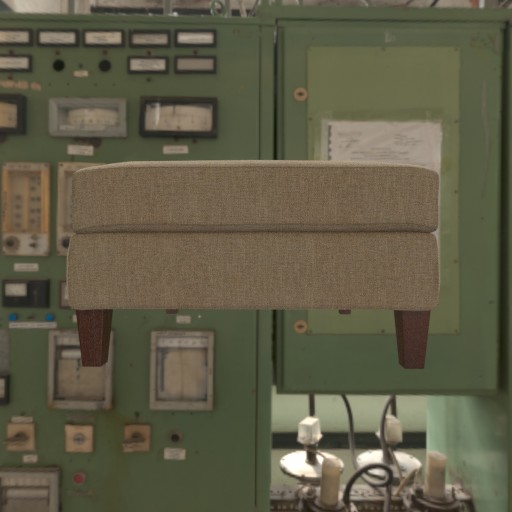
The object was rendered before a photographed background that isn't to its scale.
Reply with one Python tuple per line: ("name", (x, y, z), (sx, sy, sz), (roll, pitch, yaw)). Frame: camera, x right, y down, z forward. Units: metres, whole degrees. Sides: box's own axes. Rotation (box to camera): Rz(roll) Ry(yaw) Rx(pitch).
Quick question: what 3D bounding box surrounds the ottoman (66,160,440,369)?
("ottoman", (0.000, 0.000, 1.436), (0.836, 0.492, 0.976), (0, 1, 1))
